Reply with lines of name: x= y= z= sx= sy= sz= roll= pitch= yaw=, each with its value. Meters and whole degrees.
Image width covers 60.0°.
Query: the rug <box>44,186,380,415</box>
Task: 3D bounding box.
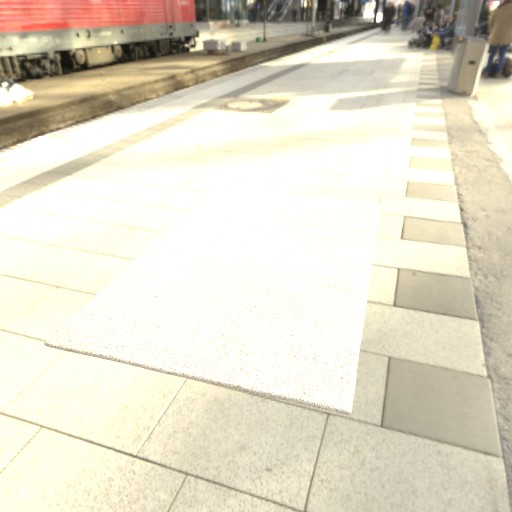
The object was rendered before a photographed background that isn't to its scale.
rug: x=0.000 y=0.000 z=3.506 sx=1.778 sy=0.030 sz=2.743 roll=8 pitch=30 yaw=15
